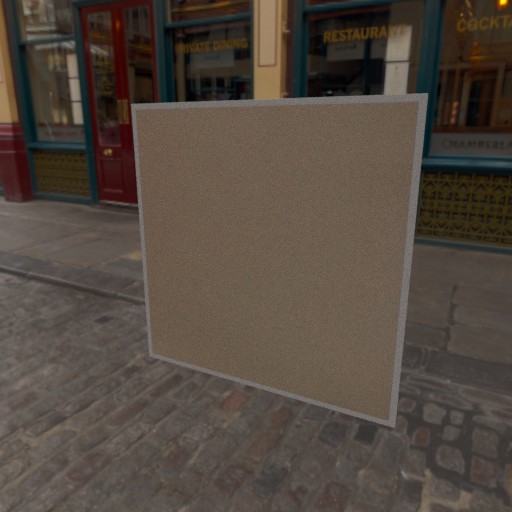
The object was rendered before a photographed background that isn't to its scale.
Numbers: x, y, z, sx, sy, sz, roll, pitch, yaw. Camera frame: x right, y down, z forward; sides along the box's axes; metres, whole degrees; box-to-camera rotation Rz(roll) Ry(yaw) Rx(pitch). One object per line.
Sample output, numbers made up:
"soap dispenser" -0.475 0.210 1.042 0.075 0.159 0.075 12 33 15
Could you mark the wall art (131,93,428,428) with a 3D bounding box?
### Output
"wall art" 0.000 0.000 0.684 0.456 0.456 0.007 8 18 27
